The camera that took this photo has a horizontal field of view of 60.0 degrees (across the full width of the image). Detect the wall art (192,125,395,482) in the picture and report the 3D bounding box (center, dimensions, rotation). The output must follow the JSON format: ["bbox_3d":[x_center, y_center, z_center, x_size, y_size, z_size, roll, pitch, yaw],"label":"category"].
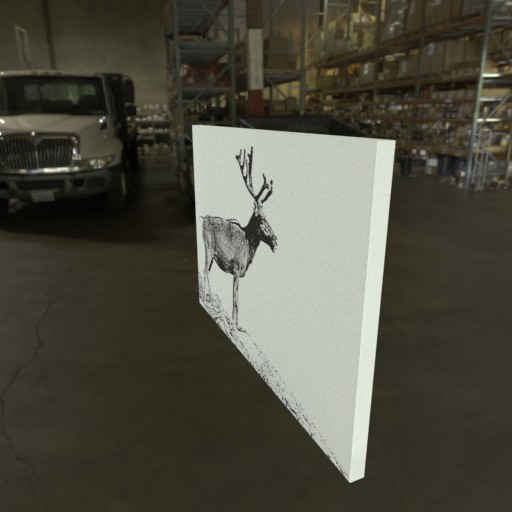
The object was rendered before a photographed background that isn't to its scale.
[{"bbox_3d":[0.000,0.000,1.127,0.033,0.617,0.906,-8,20,-23],"label":"wall art"}]
